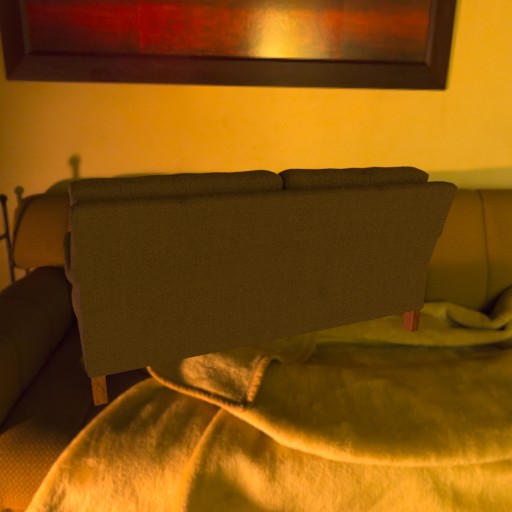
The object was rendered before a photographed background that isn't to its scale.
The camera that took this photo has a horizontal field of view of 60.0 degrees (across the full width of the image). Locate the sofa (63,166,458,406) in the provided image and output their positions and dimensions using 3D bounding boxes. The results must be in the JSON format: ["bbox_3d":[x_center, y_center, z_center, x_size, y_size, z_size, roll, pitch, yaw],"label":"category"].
[{"bbox_3d":[0.000,0.000,2.732,2.165,1.087,1.086,-7,17,-24],"label":"sofa"}]
